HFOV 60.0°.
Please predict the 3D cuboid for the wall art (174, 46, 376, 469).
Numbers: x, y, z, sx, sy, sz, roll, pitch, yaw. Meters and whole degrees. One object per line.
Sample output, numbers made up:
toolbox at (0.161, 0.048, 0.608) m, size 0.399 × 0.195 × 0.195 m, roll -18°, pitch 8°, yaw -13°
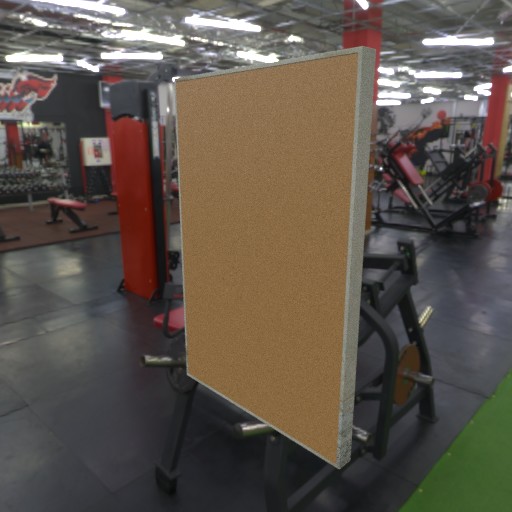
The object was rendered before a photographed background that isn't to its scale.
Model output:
wall art at (0.000, 0.000, 0.962) m, size 0.038 × 0.764 × 0.508 m, roll -14°, pitch 20°, yaw -42°
